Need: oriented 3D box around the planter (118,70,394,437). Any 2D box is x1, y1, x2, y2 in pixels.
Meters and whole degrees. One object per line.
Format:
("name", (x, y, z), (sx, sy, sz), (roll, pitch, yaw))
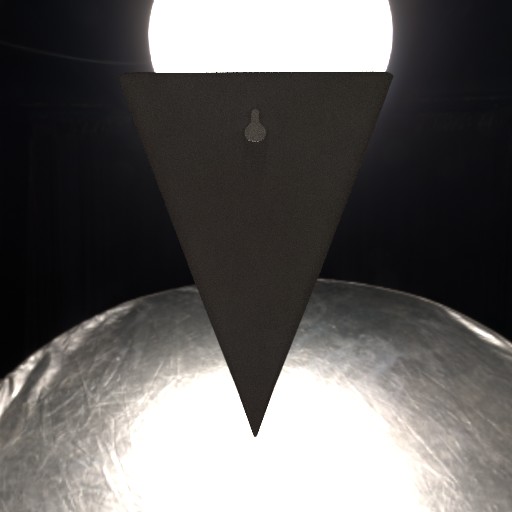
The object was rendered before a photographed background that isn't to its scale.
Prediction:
("planter", (0.000, 0.000, 0.266), (0.150, 0.197, 0.060), (0, 0, 1))
